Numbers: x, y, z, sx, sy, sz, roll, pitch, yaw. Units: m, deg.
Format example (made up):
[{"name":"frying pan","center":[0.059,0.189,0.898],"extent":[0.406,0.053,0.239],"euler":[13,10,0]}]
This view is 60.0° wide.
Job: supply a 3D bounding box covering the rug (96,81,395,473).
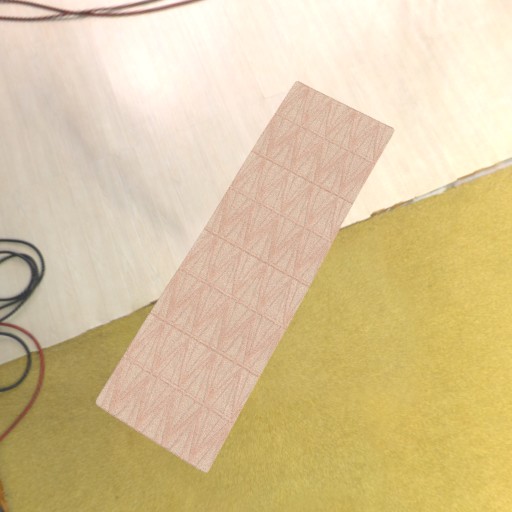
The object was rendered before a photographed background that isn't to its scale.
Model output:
[{"name":"rug","center":[0.000,0.000,2.746],"extent":[0.760,0.015,2.435],"euler":[29,78,7]}]
